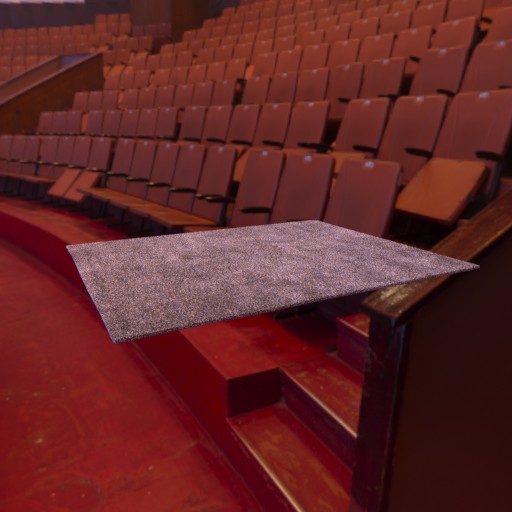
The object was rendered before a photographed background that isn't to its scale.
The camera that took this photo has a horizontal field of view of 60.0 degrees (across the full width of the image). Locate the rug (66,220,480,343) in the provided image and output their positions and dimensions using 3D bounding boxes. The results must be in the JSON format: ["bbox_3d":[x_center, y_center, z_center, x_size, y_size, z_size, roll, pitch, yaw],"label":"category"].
[{"bbox_3d":[0.000,0.000,4.066,3.000,0.025,2.401,-8,17,-27],"label":"rug"}]
